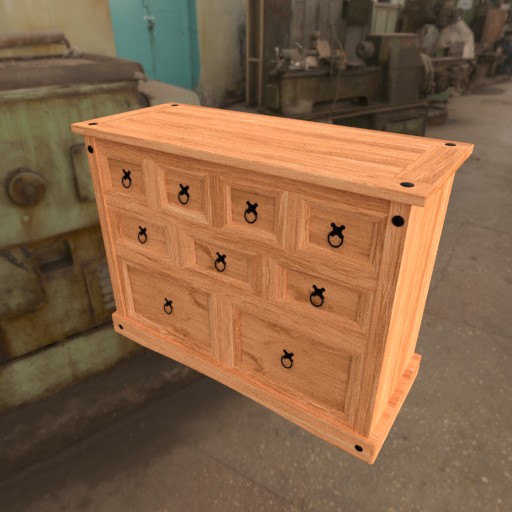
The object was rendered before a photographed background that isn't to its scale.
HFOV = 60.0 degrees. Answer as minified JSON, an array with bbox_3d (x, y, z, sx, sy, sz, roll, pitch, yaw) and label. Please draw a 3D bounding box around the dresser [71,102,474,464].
[{"bbox_3d":[0.000,0.000,1.338,0.990,0.740,0.410,18,34,29],"label":"dresser"}]
